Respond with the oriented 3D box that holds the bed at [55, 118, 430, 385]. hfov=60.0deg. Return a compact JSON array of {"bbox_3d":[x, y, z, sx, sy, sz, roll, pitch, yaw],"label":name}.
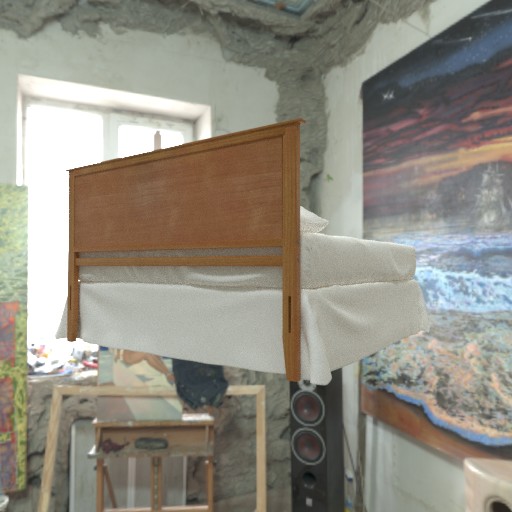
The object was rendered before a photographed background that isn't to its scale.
[{"bbox_3d":[0.000,0.000,3.588,2.317,1.270,2.215,-1,-1,35],"label":"bed"}]
